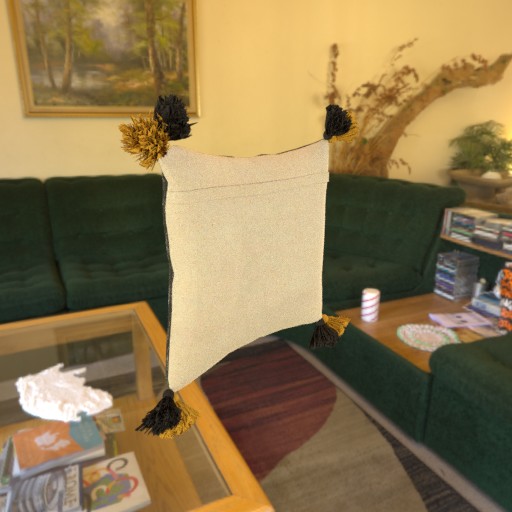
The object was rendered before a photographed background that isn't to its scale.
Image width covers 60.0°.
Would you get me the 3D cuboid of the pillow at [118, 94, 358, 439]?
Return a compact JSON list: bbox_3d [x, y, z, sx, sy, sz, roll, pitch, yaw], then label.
[{"bbox_3d":[0.000,0.000,0.977,0.654,0.659,0.139,-15,23,-41],"label":"pillow"}]
